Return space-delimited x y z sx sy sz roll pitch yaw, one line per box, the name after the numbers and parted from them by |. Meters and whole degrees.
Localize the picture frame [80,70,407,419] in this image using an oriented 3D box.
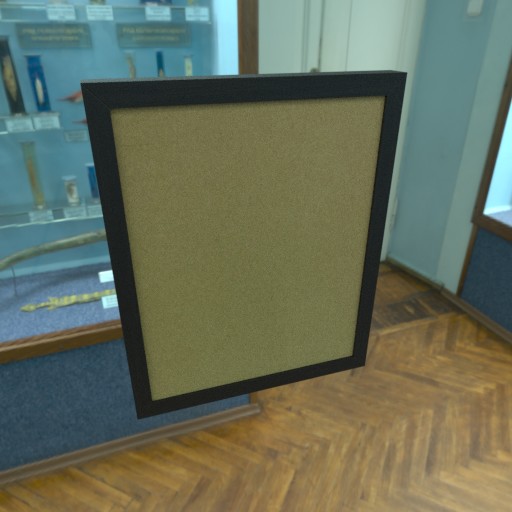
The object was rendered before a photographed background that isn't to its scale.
0.000 0.000 0.733 0.452 0.555 0.044 -8 28 -16 | picture frame
